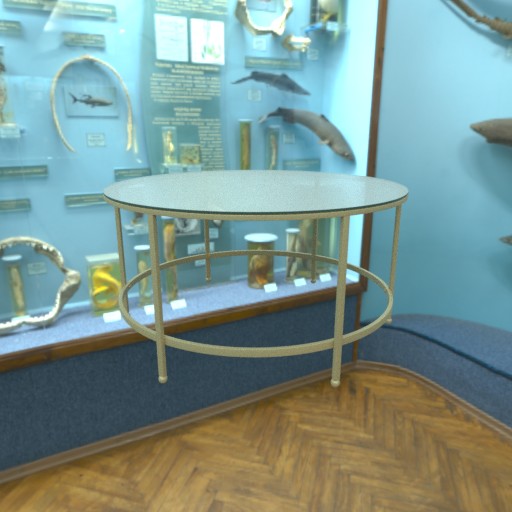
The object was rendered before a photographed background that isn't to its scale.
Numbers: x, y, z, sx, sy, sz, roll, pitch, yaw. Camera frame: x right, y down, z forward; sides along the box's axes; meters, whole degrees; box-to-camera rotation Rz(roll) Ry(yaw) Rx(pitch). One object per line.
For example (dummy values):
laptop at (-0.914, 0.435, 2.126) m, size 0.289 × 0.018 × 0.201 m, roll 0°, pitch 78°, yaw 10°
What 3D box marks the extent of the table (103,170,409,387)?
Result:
table at (0.000, 0.000, 1.460) m, size 0.914 × 0.470 × 0.914 m, roll 0°, pitch 17°, yaw 0°
